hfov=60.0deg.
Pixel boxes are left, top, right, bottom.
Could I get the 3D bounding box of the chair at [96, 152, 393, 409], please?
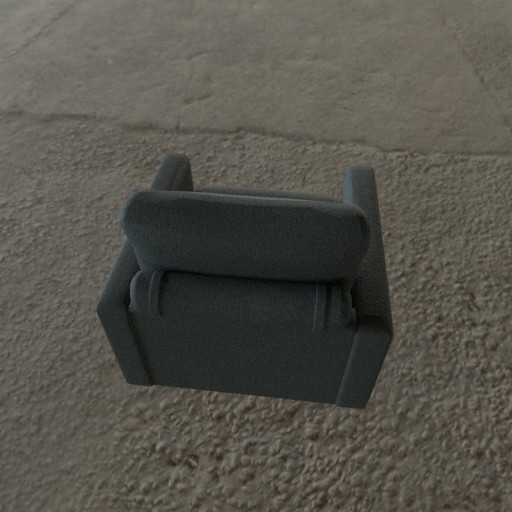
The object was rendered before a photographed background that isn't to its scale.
[{"bbox_3d":[0.000,0.000,1.539,0.821,0.880,0.843,5,46,5],"label":"chair"}]
